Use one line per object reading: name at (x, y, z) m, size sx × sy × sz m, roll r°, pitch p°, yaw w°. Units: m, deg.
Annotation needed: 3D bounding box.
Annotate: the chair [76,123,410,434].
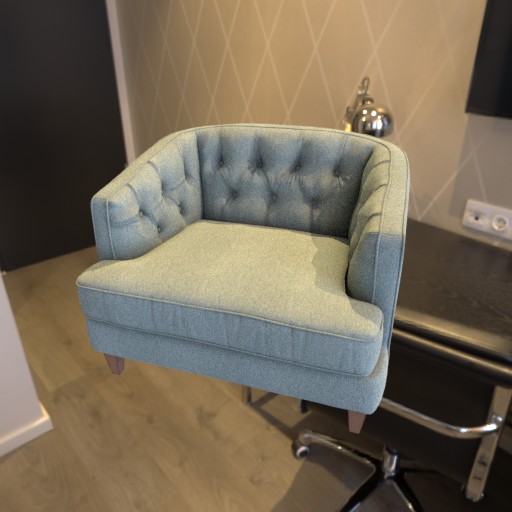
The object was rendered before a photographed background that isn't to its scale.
chair at (0.000, 0.000, 1.761) m, size 1.094 × 0.852 × 0.945 m, roll 8°, pitch 29°, yaw 16°
